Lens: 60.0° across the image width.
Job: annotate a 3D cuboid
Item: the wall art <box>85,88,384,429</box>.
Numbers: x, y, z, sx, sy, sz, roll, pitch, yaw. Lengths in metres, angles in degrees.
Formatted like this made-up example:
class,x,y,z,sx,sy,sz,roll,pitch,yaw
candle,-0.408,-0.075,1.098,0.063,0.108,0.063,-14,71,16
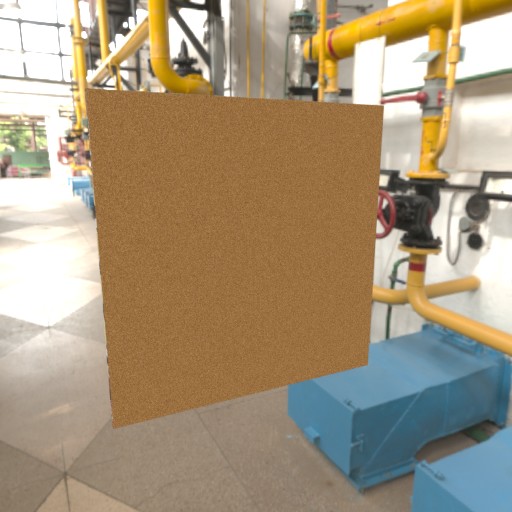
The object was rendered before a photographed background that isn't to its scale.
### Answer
class,x,y,z,sx,sy,sz,roll,pitch,yaw
wall art,0.000,0.000,0.603,0.404,0.406,0.010,-6,14,-25
